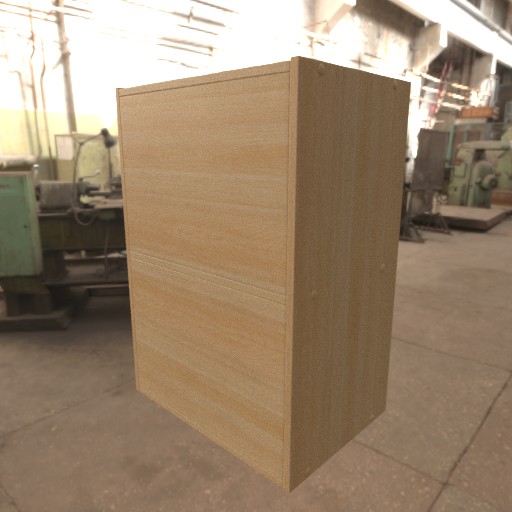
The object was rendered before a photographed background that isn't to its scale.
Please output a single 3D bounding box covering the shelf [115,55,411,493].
[{"bbox_3d":[0.000,0.000,0.815,0.414,0.592,0.290,13,19,42],"label":"shelf"}]
